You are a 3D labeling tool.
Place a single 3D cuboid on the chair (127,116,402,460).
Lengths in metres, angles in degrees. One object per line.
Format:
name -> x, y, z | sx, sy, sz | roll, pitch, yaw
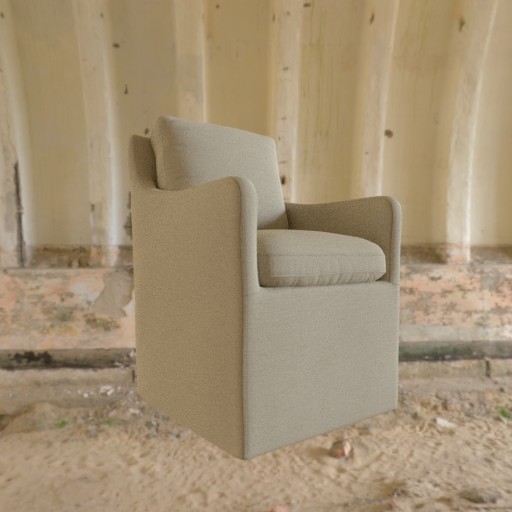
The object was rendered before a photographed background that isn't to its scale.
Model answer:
chair -> 0.000, 0.000, 1.402 | 0.626, 0.914, 0.694 | 0, 0, -37
